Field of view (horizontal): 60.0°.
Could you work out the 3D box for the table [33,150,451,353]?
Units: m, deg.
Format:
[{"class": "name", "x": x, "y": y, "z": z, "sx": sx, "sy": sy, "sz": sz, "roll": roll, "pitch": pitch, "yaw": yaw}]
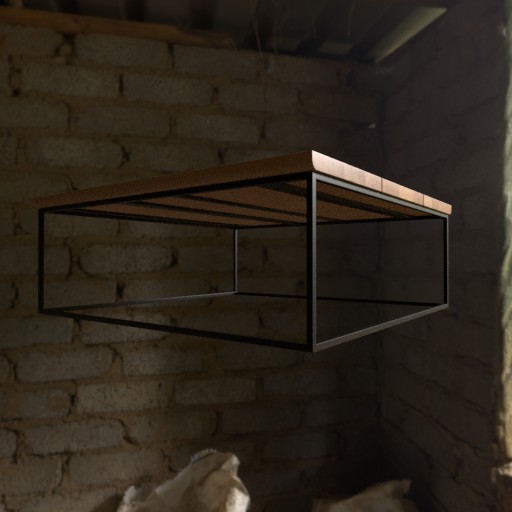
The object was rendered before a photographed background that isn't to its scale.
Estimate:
[{"class": "table", "x": 0.000, "y": 0.000, "z": 1.636, "sx": 1.100, "sy": 0.400, "sz": 1.100, "roll": 0, "pitch": -1, "yaw": 37}]
